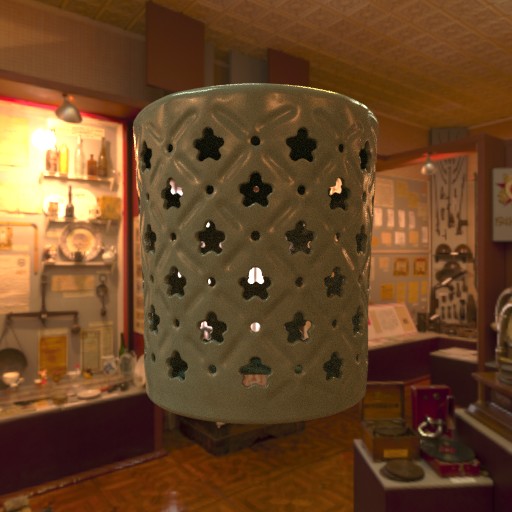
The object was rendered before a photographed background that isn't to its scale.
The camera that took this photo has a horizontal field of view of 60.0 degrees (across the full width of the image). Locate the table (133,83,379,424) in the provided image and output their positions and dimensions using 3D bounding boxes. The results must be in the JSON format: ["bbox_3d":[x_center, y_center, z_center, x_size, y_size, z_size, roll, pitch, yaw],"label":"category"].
[{"bbox_3d":[0.000,0.000,0.657,0.352,0.387,0.352,0,0,0],"label":"table"}]
